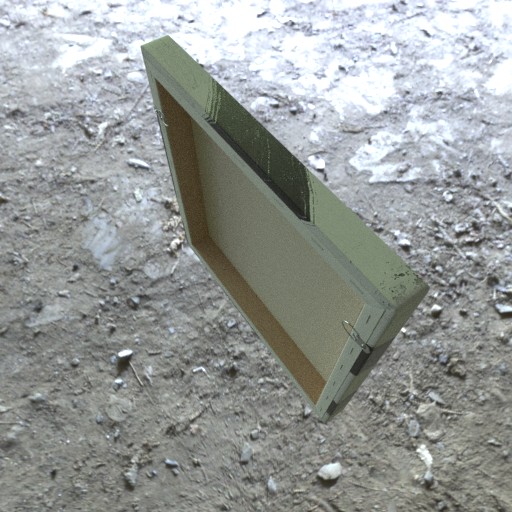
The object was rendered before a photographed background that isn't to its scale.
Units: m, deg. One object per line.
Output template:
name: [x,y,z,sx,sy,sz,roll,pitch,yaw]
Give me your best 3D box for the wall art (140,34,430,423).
wall art: [0.000,0.000,0.738,0.050,0.508,0.507,-31,63,-18]
